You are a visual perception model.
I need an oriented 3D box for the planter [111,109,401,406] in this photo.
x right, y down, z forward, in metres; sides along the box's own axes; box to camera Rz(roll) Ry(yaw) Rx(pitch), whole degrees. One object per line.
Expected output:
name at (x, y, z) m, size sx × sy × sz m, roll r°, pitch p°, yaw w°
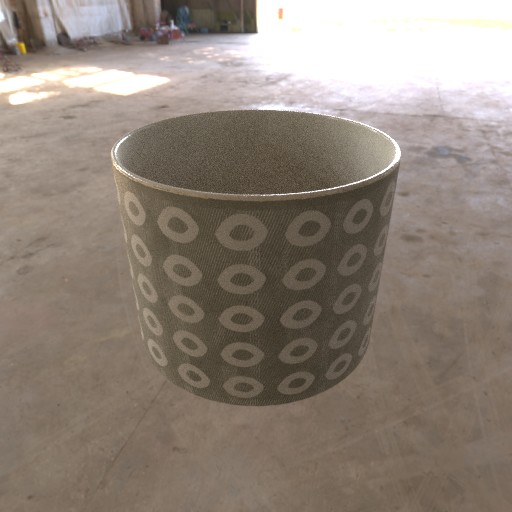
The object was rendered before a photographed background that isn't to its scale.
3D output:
planter at (0.000, 0.000, 0.457) m, size 0.250 × 0.239 × 0.250 m, roll 0°, pitch 31°, yaw 0°
